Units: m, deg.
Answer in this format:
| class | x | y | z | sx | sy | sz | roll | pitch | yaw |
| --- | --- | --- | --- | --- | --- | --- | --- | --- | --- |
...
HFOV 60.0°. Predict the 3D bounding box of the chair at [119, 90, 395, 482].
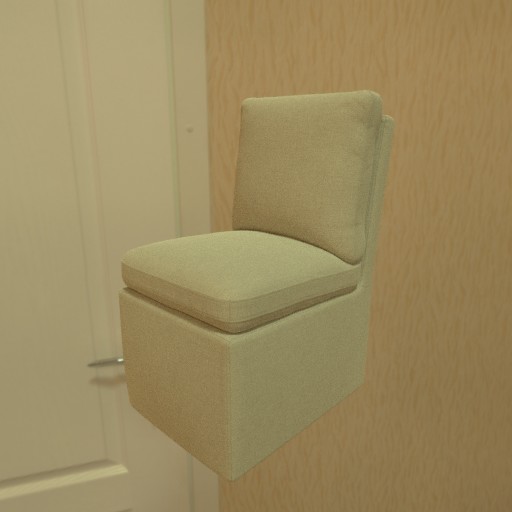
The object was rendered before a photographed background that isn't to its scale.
| class | x | y | z | sx | sy | sz | roll | pitch | yaw |
| --- | --- | --- | --- | --- | --- | --- | --- | --- | --- |
| chair | 0.000 | 0.000 | 1.319 | 0.503 | 0.927 | 0.698 | 15 | 22 | 42 |
